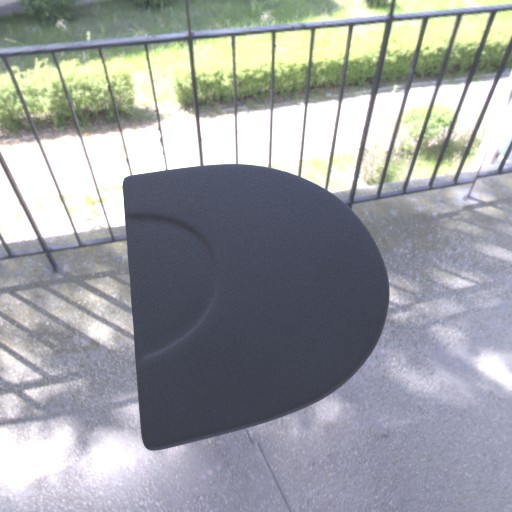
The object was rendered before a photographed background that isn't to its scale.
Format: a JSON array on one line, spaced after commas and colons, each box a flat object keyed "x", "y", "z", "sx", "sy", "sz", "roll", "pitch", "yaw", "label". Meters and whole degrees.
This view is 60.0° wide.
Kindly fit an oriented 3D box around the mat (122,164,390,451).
[{"x": 0.000, "y": 0.000, "z": 1.631, "sx": 0.917, "sy": 0.016, "sz": 1.220, "roll": -10, "pitch": 48, "yaw": -10, "label": "mat"}]
